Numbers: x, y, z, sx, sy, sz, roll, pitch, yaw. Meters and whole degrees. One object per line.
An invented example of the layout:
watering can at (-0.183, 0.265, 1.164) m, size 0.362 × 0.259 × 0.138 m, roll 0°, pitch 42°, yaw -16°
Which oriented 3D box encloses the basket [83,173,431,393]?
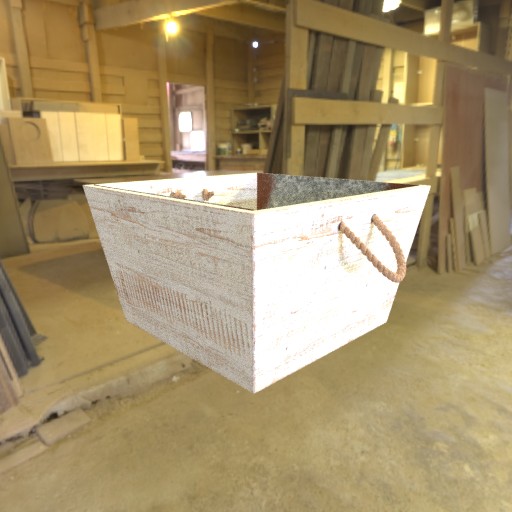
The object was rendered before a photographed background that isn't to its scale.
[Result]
basket at (0.000, 0.000, 0.774) m, size 0.413 × 0.247 × 0.545 m, roll -14°, pitch 20°, yaw -43°
